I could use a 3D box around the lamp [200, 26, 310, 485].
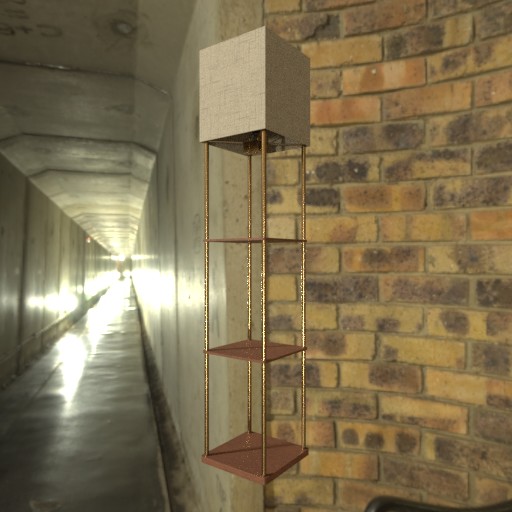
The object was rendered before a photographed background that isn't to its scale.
[{"bbox_3d":[0.000,0.000,1.725,0.308,1.569,0.310,0,0,36],"label":"lamp"}]
